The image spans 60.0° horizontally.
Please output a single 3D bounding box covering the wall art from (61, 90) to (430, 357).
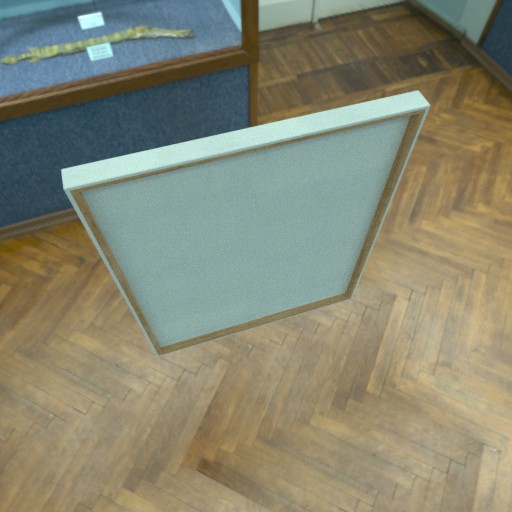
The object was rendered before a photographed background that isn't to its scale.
[{"bbox_3d":[0.000,0.000,0.851,0.508,0.606,0.037,-15,59,-9],"label":"wall art"}]
